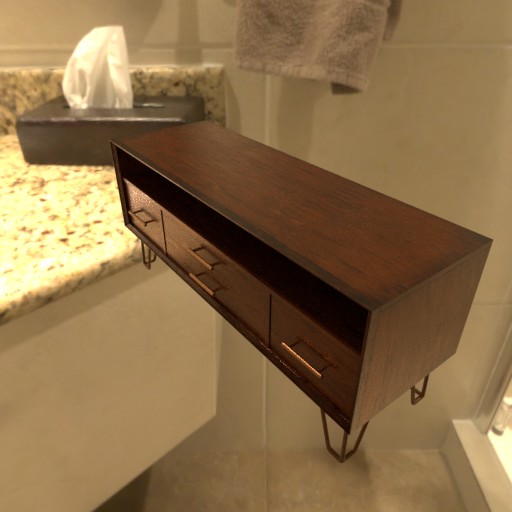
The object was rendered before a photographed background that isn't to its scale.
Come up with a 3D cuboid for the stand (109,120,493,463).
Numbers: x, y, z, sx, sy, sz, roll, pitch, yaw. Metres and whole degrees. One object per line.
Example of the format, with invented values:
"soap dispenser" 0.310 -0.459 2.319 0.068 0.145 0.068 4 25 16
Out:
"stand" 0.000 0.000 1.632 0.481 0.610 1.372 -22 39 -31
